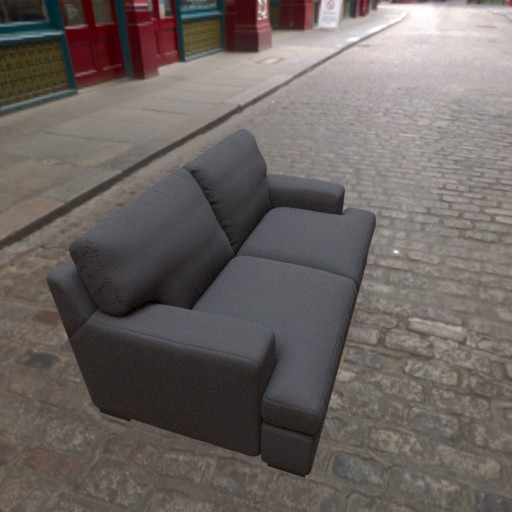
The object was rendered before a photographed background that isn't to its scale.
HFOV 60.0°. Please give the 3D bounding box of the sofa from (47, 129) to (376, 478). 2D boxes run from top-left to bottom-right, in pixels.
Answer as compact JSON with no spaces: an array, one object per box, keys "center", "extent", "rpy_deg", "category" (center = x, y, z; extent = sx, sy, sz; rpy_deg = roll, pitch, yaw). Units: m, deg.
[{"center":[0.000,0.000,2.456],"extent":[1.143,0.940,1.880],"rpy_deg":[10,32,17],"category":"sofa"}]
